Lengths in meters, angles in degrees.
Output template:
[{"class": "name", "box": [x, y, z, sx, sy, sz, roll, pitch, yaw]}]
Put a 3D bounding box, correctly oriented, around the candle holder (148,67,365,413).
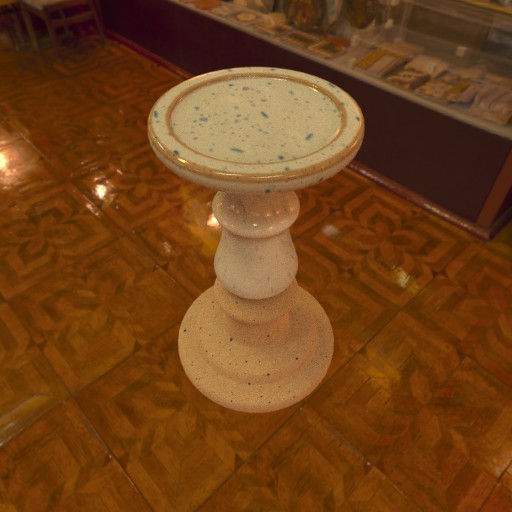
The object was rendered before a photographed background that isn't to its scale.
[{"class": "candle holder", "box": [0.000, 0.000, 0.286, 0.123, 0.202, 0.123, 0, 47, 0]}]
